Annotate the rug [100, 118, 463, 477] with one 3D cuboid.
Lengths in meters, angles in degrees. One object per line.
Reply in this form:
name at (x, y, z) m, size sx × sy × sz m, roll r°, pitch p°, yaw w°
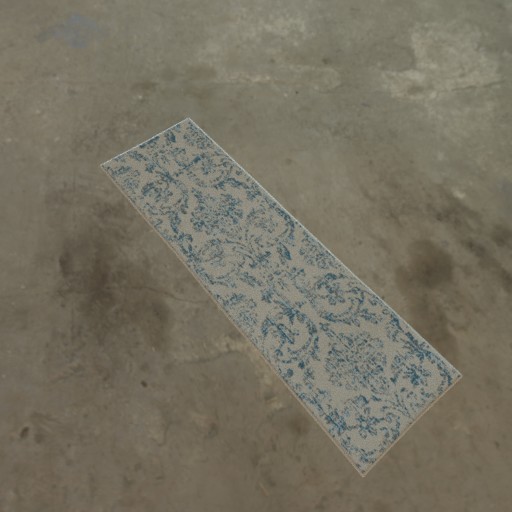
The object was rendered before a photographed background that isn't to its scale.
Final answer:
rug at (0.000, 0.000, 2.364) m, size 0.662 × 0.011 × 2.196 m, roll -35°, pitch 65°, yaw -19°
